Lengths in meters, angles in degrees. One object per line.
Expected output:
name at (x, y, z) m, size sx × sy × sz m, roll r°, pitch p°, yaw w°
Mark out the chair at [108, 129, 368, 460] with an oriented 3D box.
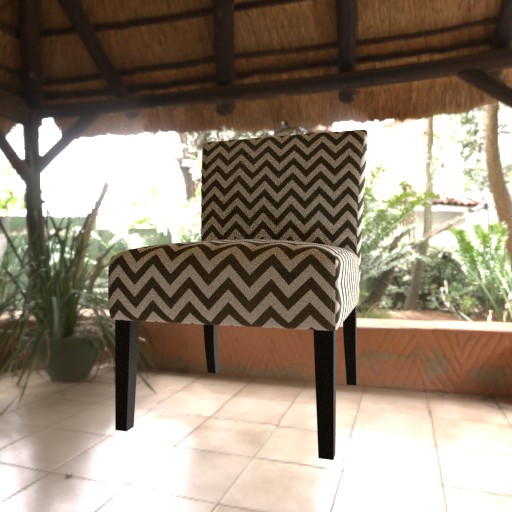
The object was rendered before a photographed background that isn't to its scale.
chair at (0.000, 0.000, 1.272) m, size 0.589 × 0.838 × 0.648 m, roll 0°, pitch 0°, yaw 18°
